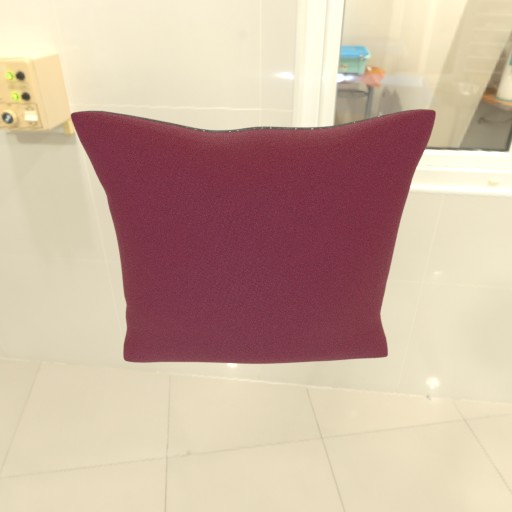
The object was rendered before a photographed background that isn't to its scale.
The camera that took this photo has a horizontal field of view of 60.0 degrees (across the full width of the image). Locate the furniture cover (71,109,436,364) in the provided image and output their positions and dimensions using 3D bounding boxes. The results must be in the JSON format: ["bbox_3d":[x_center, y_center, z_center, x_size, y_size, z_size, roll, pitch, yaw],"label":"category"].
[{"bbox_3d":[0.000,0.000,0.794,0.552,0.509,0.193,-1,32,-1],"label":"furniture cover"}]
